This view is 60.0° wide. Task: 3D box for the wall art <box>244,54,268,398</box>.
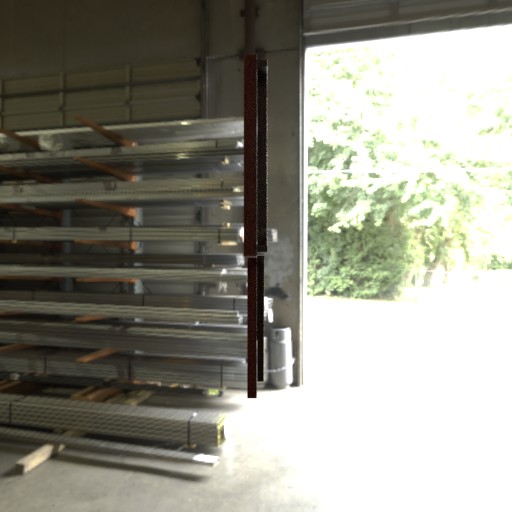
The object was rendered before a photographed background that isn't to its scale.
[{"bbox_3d":[0.000,0.000,0.870,0.030,0.497,0.635,0,-1,0],"label":"wall art"}]
